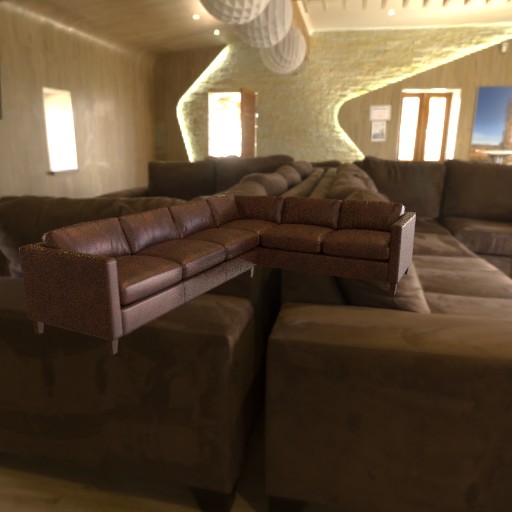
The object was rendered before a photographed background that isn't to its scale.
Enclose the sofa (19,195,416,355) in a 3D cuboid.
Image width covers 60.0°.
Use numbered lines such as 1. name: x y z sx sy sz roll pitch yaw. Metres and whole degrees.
1. sofa: 0.000 0.000 4.221 2.438 0.836 3.152 7 16 26
